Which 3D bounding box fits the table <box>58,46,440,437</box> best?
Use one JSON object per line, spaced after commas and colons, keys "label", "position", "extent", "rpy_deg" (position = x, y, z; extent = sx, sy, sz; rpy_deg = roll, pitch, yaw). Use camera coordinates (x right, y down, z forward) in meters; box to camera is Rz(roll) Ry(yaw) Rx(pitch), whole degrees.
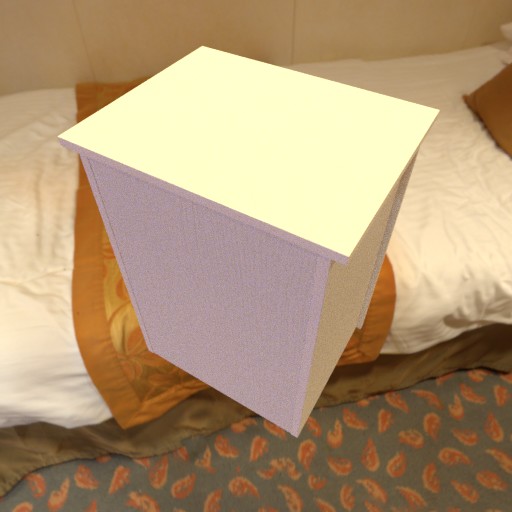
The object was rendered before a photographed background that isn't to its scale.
{"label": "table", "position": [0.000, 0.000, 0.940], "extent": [0.480, 0.635, 0.381], "rpy_deg": [24, 52, 20]}
